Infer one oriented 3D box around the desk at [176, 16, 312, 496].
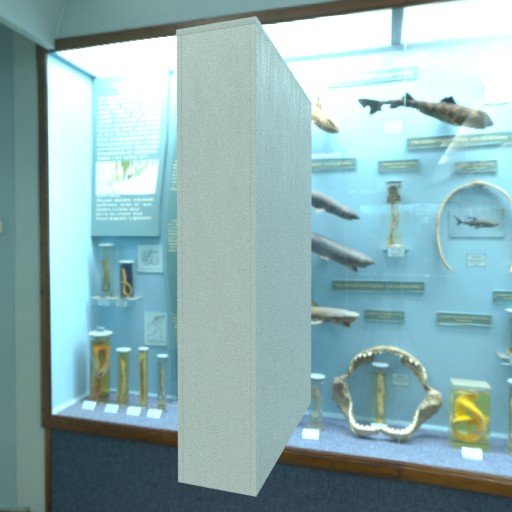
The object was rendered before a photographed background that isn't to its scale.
[{"bbox_3d":[0.000,0.000,1.575,0.250,1.280,0.750,0,2,18],"label":"desk"}]
